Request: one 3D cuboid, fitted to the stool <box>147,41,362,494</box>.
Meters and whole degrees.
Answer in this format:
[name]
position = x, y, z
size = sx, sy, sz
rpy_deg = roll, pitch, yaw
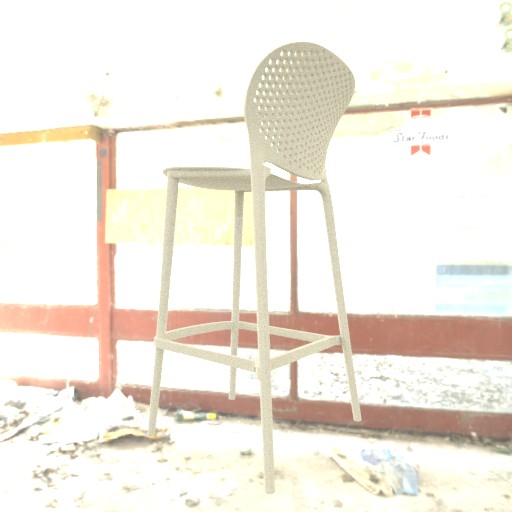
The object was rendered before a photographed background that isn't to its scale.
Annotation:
[stool]
position = 0.000, 0.000, 1.312
size = 0.535, 1.045, 0.536
rpy_deg = 0, 0, 35
